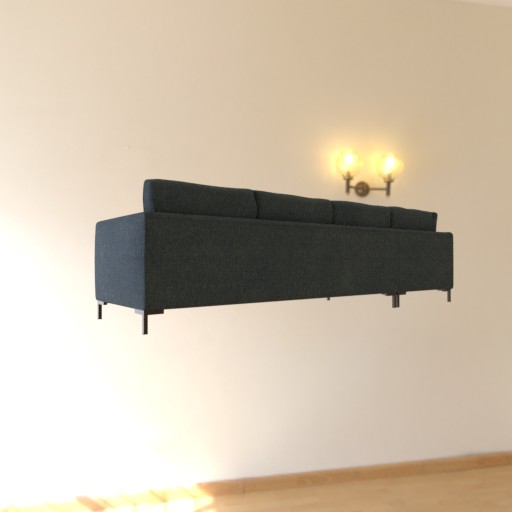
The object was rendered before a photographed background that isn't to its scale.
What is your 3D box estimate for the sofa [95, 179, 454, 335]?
[{"bbox_3d":[0.000,0.000,3.854,2.949,0.815,2.007,0,-1,-37],"label":"sofa"}]
